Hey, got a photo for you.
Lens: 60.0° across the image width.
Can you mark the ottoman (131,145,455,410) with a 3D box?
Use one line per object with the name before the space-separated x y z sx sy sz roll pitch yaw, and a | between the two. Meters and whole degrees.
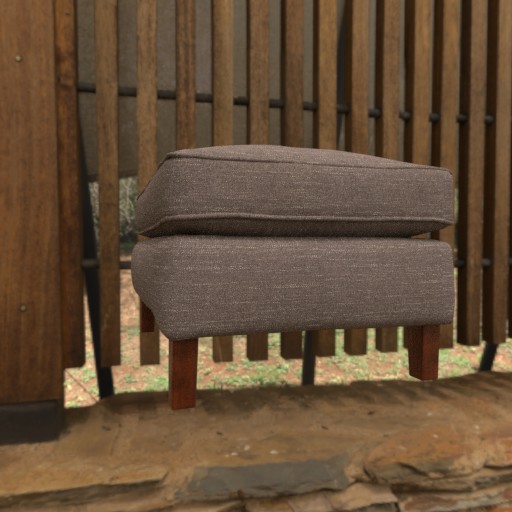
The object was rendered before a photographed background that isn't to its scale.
ottoman | 0.000 0.000 0.962 0.508 0.406 0.686 0 1 -18
